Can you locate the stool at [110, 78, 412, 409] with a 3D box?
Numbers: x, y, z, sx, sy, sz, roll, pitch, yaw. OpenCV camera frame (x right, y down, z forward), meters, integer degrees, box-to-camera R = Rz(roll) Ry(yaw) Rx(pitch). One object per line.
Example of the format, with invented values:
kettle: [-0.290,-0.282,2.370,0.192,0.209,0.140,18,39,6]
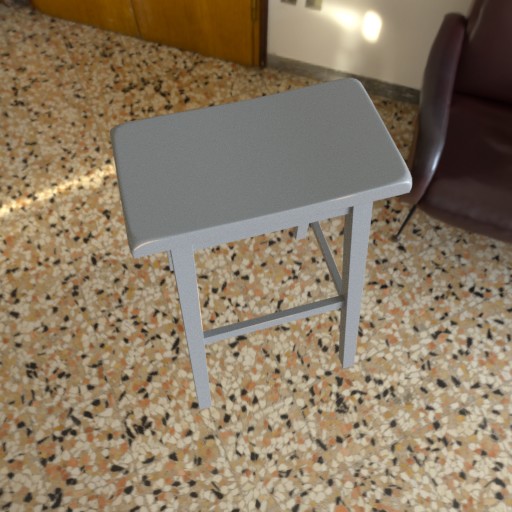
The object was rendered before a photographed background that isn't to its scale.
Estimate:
stool: [0.000,0.000,1.037,0.457,0.737,0.476,-14,64,-7]
